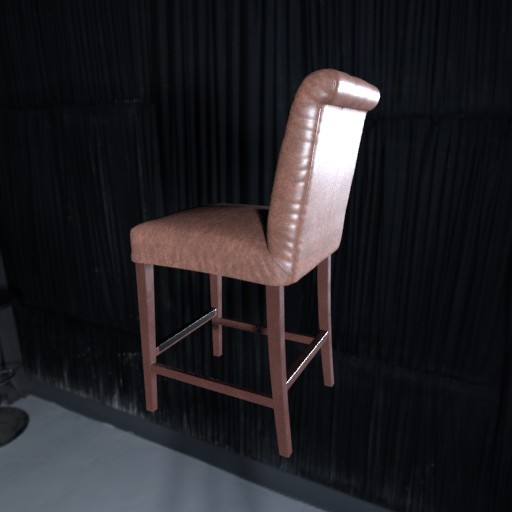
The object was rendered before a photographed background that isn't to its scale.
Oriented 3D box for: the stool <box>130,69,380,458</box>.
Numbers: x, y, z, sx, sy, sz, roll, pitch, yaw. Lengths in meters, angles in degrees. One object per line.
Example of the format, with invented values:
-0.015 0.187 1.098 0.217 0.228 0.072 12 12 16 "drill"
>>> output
0.000 0.000 1.471 0.660 1.084 0.486 8 17 26 "stool"
